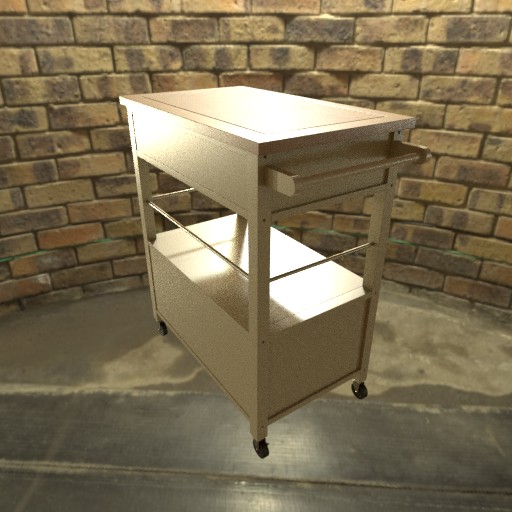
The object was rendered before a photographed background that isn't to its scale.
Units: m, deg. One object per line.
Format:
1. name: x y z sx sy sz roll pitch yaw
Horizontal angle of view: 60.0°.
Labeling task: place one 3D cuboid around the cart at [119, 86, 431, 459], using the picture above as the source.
1. cart: 0.000 0.000 1.397 0.459 0.901 0.840 -18 32 -30
